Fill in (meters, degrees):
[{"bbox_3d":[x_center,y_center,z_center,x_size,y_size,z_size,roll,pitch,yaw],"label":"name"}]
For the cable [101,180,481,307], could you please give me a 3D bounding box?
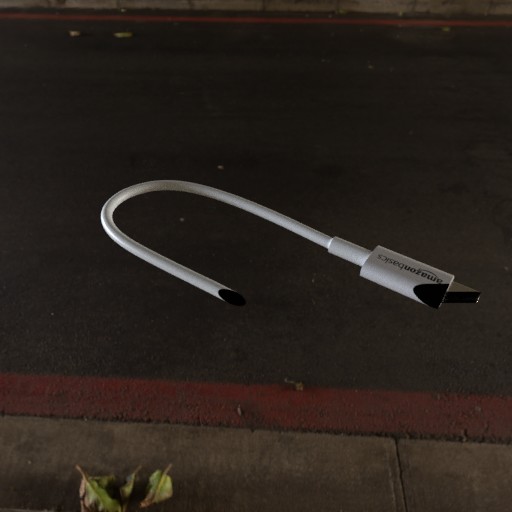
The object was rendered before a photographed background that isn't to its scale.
[{"bbox_3d":[0.000,0.000,0.111,0.098,0.005,0.041,25,47,26],"label":"cable"}]
